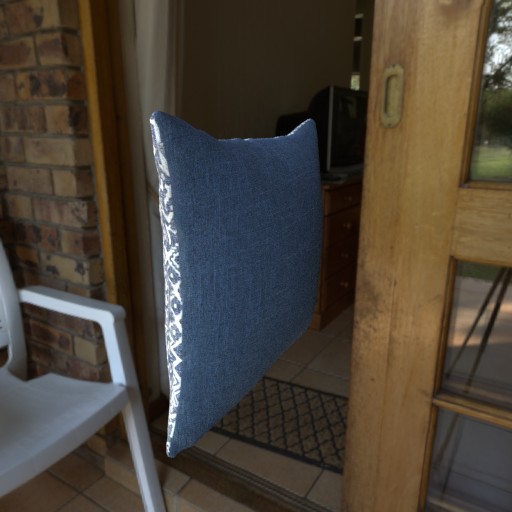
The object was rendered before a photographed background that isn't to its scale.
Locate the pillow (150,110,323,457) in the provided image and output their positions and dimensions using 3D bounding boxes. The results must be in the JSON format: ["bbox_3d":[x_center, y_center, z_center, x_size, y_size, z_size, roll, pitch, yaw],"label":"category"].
[{"bbox_3d":[0.000,0.000,0.805,0.180,0.487,0.546,8,18,26],"label":"pillow"}]
